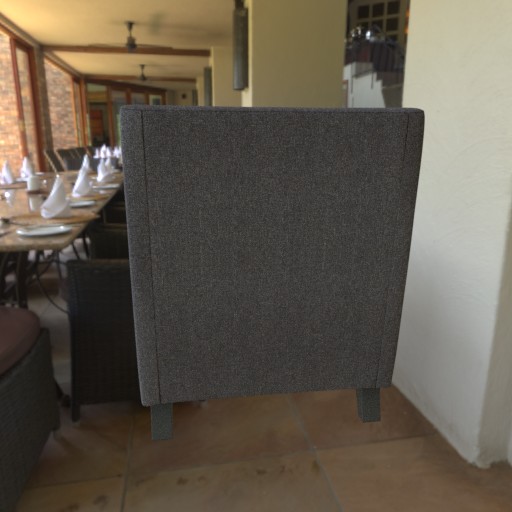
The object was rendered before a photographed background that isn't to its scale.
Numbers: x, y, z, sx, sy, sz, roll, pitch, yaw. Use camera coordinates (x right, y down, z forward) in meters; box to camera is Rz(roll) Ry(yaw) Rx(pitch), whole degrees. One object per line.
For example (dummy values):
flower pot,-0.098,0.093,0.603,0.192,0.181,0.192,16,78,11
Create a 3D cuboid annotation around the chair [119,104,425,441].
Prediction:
chair,0.000,0.000,1.596,0.776,0.967,0.884,-2,14,-7
